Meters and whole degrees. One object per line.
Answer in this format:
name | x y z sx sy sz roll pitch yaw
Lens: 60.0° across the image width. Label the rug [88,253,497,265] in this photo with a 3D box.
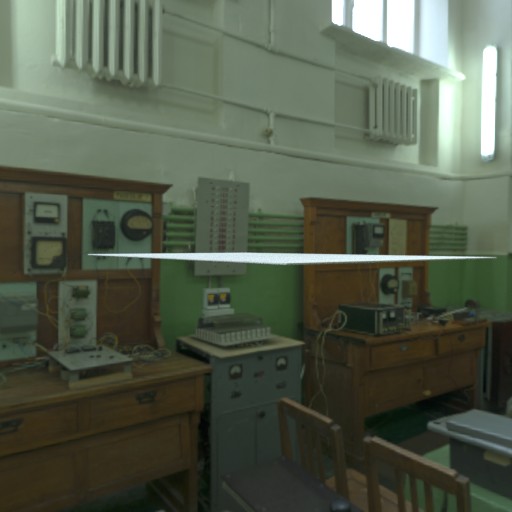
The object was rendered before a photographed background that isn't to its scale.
rug | 0.000 0.000 2.982 1.524 0.008 2.440 -1 1 -36
